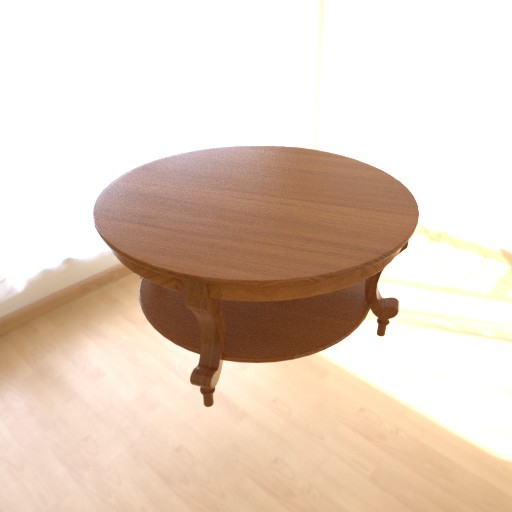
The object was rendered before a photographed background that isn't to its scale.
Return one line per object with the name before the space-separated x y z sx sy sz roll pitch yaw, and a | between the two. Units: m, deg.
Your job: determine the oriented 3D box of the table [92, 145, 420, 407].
table | 0.000 0.000 1.581 1.029 0.490 1.029 0 31 0
